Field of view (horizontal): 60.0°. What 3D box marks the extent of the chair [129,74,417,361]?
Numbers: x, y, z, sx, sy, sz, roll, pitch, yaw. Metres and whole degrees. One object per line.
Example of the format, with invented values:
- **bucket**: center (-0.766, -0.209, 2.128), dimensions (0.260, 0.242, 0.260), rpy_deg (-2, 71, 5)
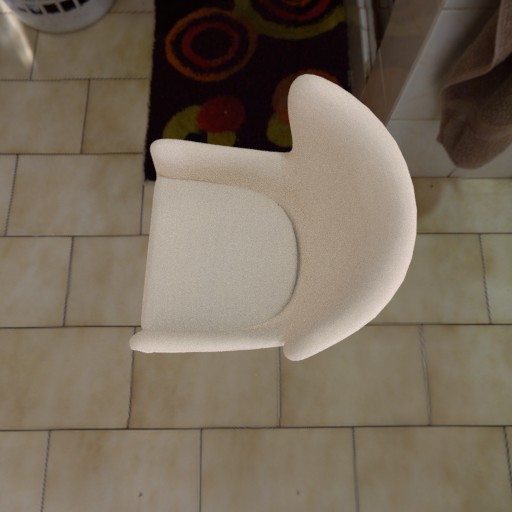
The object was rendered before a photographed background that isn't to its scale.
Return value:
- **chair**: center (0.000, 0.000, 1.471), dimensions (0.744, 0.990, 0.696), rpy_deg (2, 75, 1)
